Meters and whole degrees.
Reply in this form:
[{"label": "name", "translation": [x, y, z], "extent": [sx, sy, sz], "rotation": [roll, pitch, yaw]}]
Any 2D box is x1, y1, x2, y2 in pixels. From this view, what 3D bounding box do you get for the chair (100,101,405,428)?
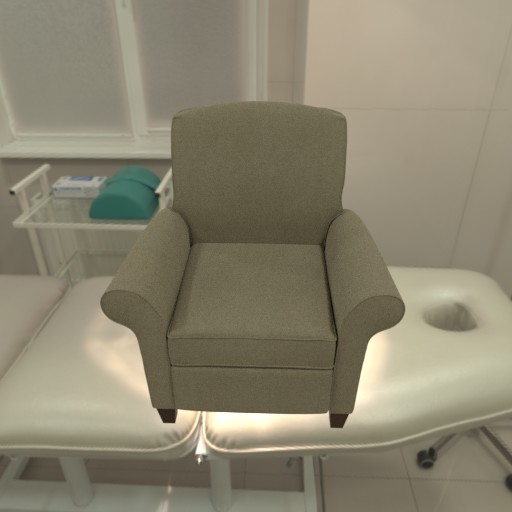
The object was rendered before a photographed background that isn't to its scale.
[{"label": "chair", "translation": [0.000, 0.000, 1.819], "extent": [0.978, 1.061, 0.905], "rotation": [1, 31, 2]}]
